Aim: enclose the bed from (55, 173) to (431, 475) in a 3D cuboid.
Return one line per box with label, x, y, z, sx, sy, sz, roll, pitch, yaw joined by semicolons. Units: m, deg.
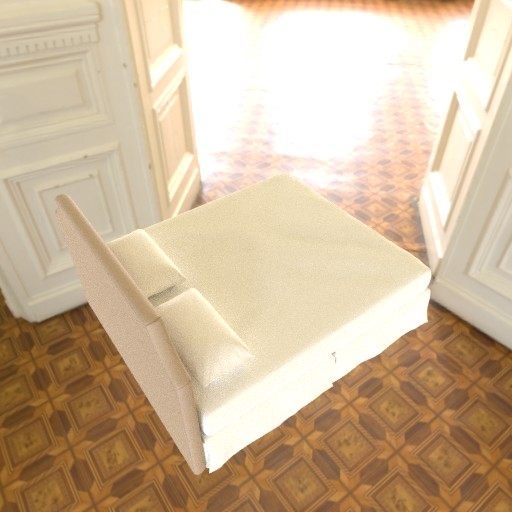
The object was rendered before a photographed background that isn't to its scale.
bed;0.000;0.000;4.154;2.773;1.590;2.350;-26;48;-26
